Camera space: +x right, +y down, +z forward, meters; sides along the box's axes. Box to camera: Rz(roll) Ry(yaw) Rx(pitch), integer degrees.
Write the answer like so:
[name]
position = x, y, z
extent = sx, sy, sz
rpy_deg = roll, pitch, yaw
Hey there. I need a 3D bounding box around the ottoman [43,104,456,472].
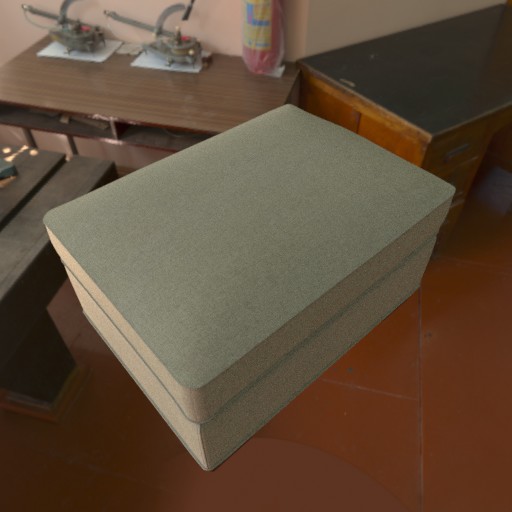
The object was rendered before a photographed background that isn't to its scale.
[ottoman]
position = 0.000, 0.000, 1.219
extent = 0.843, 0.504, 0.619
rpy_deg = -33, 54, -27
